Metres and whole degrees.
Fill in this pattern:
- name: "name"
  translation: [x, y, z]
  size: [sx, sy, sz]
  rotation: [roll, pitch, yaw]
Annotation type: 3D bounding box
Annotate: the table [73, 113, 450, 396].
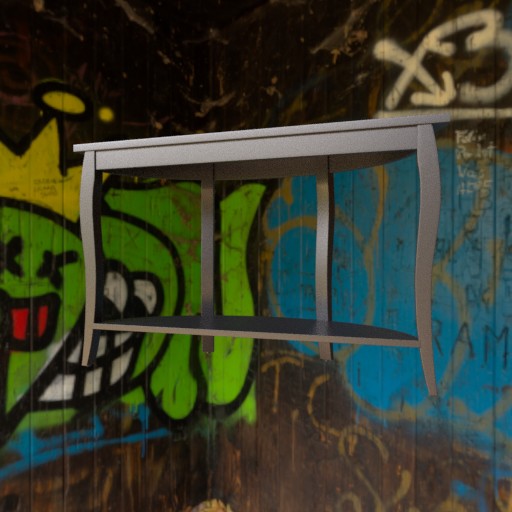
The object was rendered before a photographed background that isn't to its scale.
- name: "table"
  translation: [0.000, 0.000, 1.568]
  size: [1.219, 0.780, 0.394]
  rotation: [0, 0, 17]
